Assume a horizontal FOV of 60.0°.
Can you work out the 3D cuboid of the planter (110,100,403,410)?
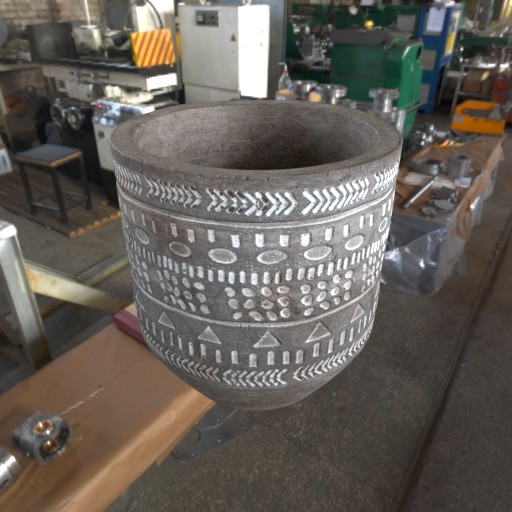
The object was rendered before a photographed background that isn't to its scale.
[{"bbox_3d":[0.000,0.000,0.220,0.122,0.128,0.122,0,30,0],"label":"planter"}]
